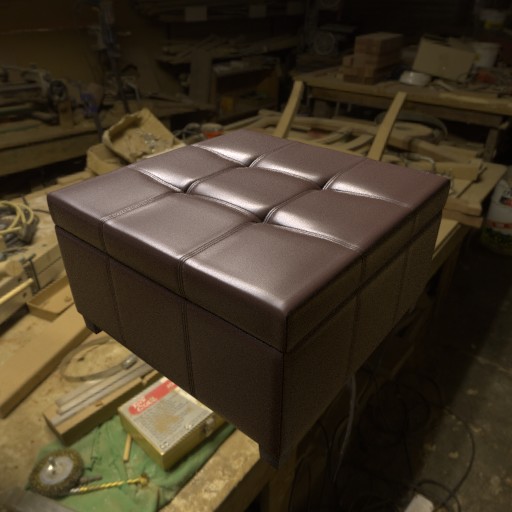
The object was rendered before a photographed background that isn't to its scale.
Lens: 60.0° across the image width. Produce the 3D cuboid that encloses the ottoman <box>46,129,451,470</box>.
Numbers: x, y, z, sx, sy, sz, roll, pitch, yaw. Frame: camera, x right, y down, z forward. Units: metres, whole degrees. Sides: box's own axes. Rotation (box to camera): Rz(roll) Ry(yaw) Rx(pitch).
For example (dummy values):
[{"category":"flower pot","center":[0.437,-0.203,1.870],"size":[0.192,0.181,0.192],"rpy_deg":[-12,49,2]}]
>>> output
[{"category":"ottoman","center":[0.000,0.000,1.295],"size":[0.788,0.460,0.787],"rpy_deg":[23,39,33]}]
